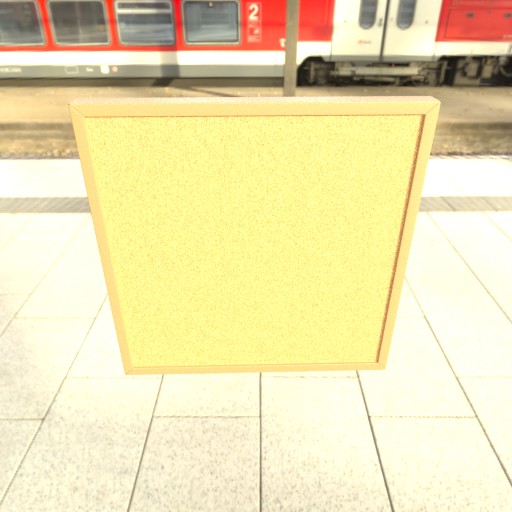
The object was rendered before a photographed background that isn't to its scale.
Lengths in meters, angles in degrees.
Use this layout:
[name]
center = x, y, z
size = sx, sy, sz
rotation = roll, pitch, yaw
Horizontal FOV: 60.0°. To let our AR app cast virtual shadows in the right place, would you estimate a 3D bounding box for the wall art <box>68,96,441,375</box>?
[wall art]
center = 0.000, 0.000, 0.750
size = 0.509, 0.509, 0.036
rotation = -1, 31, -1
